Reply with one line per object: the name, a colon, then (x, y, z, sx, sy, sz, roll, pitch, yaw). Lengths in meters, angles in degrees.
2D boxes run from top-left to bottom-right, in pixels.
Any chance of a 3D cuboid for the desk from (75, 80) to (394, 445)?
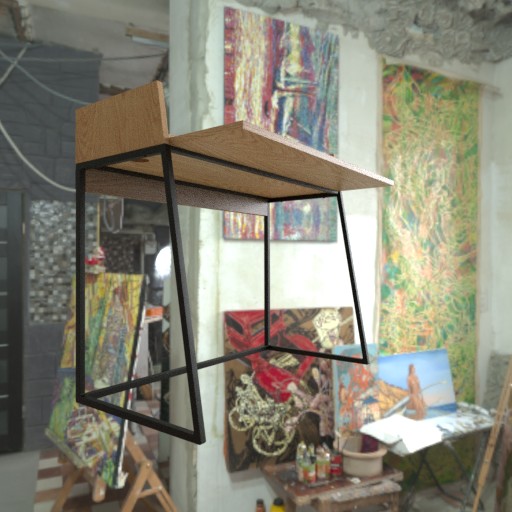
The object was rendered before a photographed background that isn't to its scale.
desk: (0.000, 0.000, 1.861, 0.769, 1.061, 1.191, 0, 0, 37)
